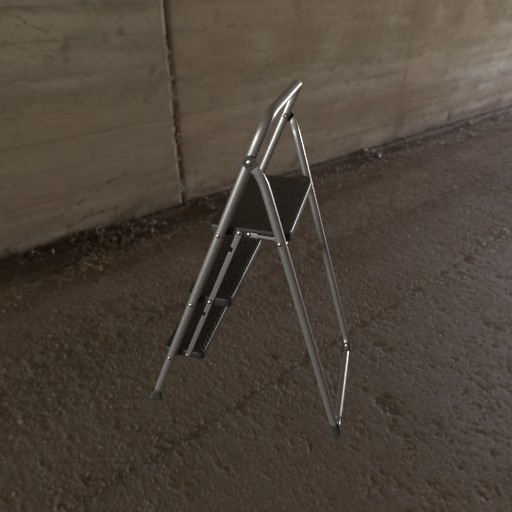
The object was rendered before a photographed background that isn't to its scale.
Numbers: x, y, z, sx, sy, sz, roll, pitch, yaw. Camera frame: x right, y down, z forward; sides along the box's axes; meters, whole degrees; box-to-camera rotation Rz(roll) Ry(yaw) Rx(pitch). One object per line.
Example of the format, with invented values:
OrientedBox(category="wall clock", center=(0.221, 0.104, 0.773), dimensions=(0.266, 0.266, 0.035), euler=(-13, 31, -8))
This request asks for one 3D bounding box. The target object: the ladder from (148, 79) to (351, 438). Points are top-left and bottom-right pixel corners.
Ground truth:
OrientedBox(category="ladder", center=(0.000, 0.000, 1.314), dimensions=(0.629, 0.945, 0.430), euler=(8, 33, 12))
